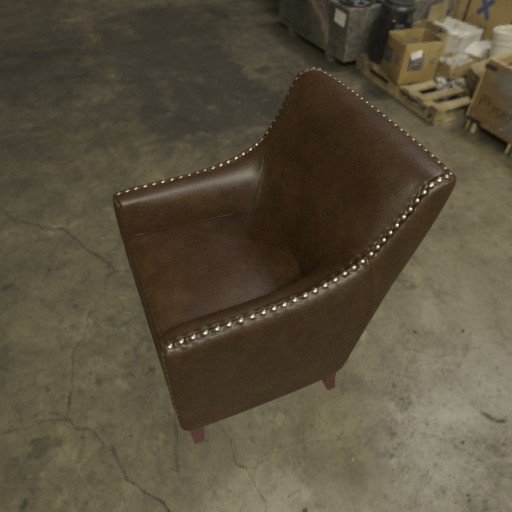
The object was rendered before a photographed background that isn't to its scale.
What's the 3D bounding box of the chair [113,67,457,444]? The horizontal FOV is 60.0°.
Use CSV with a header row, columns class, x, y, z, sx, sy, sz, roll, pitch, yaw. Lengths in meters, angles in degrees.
class,x,y,z,sx,sy,sz,roll,pitch,yaw
chair,0.000,0.000,1.315,0.704,0.813,0.639,-17,48,-16
